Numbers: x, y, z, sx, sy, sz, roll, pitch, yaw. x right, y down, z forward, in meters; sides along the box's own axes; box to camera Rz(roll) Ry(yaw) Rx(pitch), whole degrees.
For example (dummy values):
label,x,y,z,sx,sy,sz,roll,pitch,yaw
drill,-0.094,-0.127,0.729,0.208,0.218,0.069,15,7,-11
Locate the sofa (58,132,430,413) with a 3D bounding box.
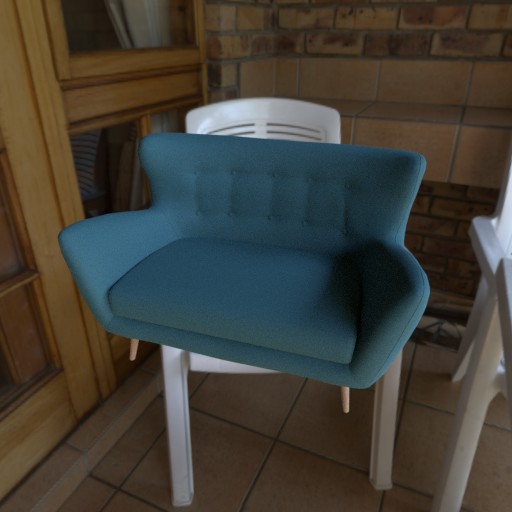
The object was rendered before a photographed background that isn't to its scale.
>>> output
label,x,y,z,sx,sy,sz,roll,pitch,yaw
sofa,0.000,0.000,1.966,1.397,0.889,0.889,9,29,16
